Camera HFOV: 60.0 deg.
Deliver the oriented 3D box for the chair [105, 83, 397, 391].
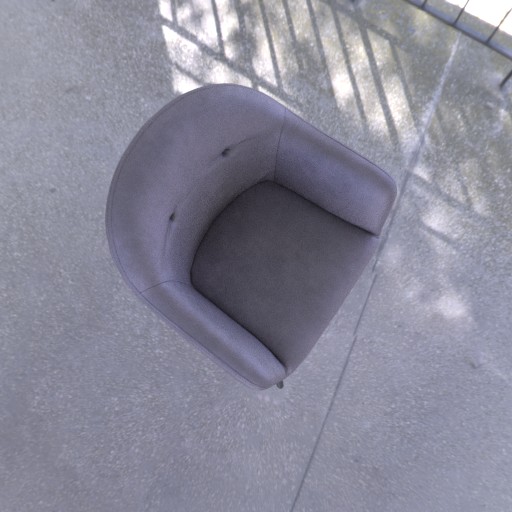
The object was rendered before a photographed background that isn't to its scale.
[{"bbox_3d":[0.000,0.000,1.188,0.544,0.781,0.567,34,77,9],"label":"chair"}]
